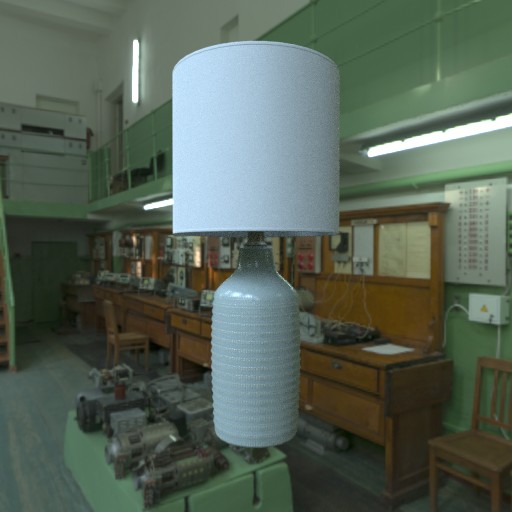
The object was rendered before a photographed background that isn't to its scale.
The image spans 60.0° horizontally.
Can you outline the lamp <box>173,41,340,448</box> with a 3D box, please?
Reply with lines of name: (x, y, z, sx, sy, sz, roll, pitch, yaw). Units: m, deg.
lamp: (0.000, 0.000, 0.599, 0.220, 0.475, 0.220, -1, 1, -37)
